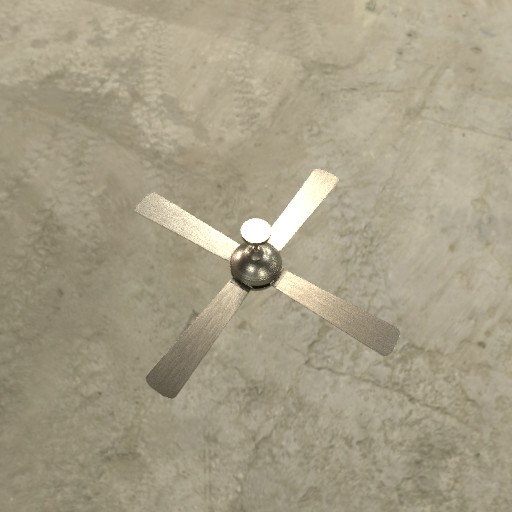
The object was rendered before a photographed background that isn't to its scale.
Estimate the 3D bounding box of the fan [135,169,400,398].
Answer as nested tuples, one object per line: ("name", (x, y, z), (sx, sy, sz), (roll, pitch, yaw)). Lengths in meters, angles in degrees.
("fan", (0.000, 0.000, 1.963), (1.321, 0.381, 1.321), (-31, 62, -18))
